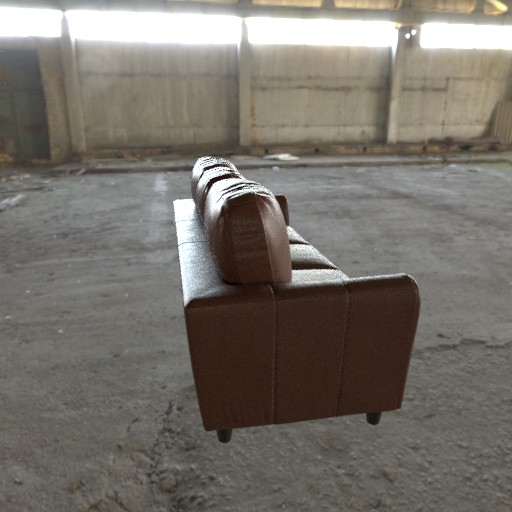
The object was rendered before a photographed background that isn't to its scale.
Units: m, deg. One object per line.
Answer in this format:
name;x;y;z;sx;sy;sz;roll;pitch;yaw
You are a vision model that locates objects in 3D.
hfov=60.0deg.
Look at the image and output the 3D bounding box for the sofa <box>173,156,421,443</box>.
sofa;0.000;0.000;2.304;0.802;0.915;1.862;-3;17;-11
